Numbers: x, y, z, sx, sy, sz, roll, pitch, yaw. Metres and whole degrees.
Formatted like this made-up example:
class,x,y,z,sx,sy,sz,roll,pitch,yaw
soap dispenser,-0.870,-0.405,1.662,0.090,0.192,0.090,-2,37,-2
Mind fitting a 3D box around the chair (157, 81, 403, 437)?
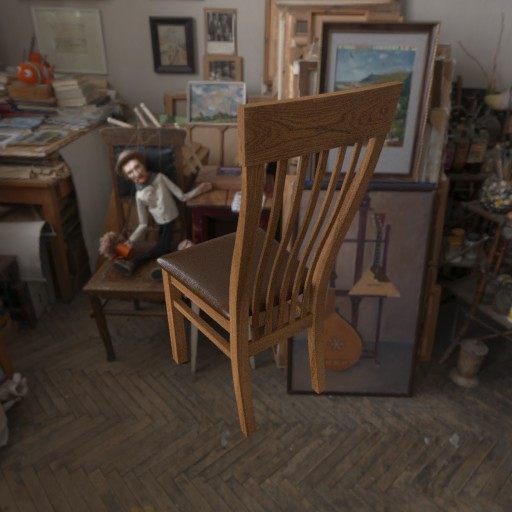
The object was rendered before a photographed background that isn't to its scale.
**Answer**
class,x,y,z,sx,sy,sz,roll,pitch,yaw
chair,0.000,0.000,1.380,0.450,1.050,0.580,-20,36,-30
